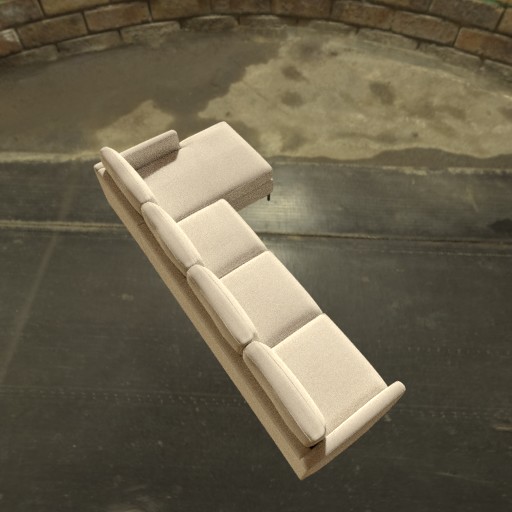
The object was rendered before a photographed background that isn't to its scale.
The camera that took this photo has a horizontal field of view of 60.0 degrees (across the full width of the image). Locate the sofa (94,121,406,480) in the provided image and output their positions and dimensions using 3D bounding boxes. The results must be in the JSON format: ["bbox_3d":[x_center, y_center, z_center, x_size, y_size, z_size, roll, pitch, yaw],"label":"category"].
[{"bbox_3d":[0.000,0.000,2.906,1.126,0.677,2.445,-31,62,-18],"label":"sofa"}]
